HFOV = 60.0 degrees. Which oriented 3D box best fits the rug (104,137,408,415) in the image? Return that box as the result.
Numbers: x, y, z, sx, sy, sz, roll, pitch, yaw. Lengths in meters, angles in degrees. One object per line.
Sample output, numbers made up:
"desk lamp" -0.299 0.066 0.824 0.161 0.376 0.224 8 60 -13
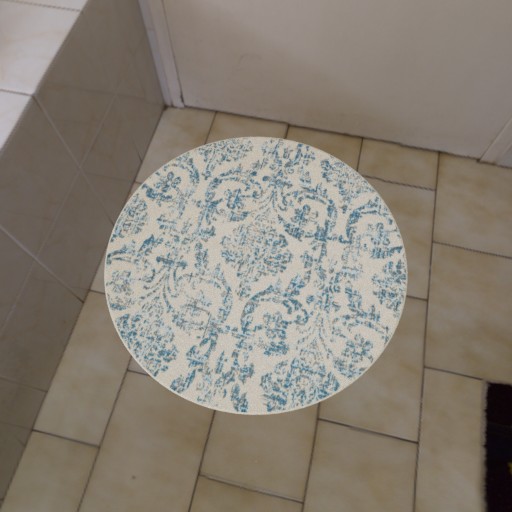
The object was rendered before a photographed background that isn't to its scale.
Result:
"rug" 0.000 0.000 2.351 1.593 0.012 1.593 0 65 0
